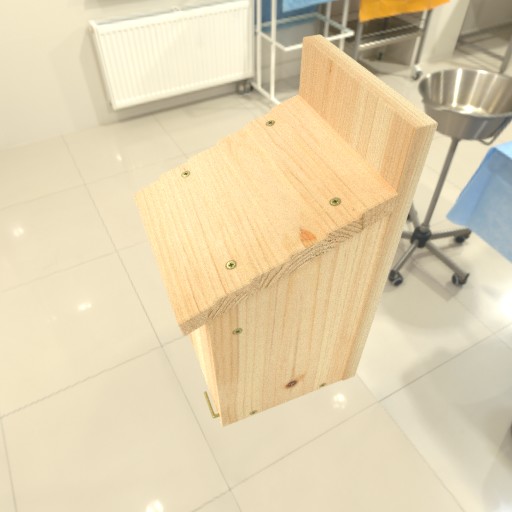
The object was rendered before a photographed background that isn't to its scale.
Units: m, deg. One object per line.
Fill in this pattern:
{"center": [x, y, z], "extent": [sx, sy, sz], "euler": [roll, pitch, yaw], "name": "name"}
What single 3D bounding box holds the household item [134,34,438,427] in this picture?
{"center": [0.000, 0.000, 0.391], "extent": [0.171, 0.300, 0.149], "euler": [-16, 49, -15], "name": "household item"}
